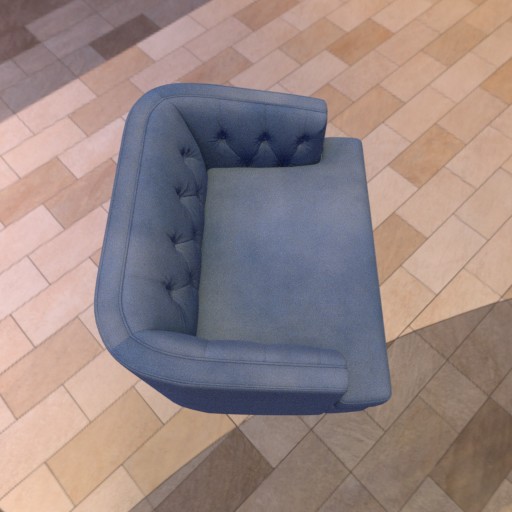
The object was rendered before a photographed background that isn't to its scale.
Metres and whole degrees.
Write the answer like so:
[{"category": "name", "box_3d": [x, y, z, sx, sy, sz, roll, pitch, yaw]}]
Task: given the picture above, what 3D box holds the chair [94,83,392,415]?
[{"category": "chair", "box_3d": [0.000, 0.000, 1.728, 0.914, 0.787, 1.118, 1, 64, 0]}]
